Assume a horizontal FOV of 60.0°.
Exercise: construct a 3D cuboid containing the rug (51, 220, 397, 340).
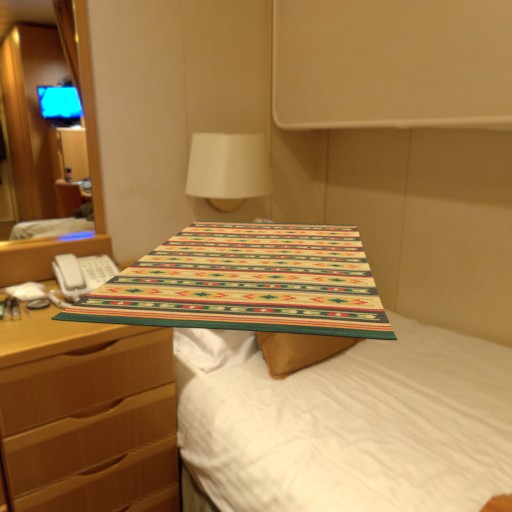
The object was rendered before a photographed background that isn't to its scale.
[{"bbox_3d":[0.000,0.000,3.063,1.520,0.011,2.447,2,15,8],"label":"rug"}]
